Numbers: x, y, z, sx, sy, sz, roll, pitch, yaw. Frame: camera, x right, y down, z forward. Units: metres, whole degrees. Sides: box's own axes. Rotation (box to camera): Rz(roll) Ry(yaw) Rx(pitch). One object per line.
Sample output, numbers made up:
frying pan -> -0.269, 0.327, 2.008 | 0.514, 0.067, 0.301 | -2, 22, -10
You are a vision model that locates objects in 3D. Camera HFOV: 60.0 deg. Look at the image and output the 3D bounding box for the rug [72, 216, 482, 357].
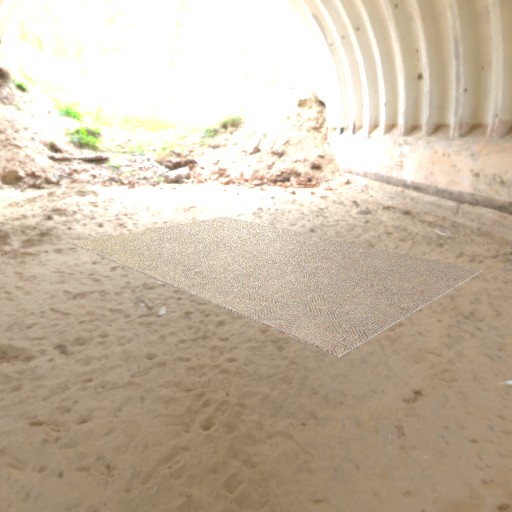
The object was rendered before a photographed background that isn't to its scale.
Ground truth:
rug -> 0.000, 0.000, 3.040 | 1.519, 0.007, 2.428 | -15, 22, -43
